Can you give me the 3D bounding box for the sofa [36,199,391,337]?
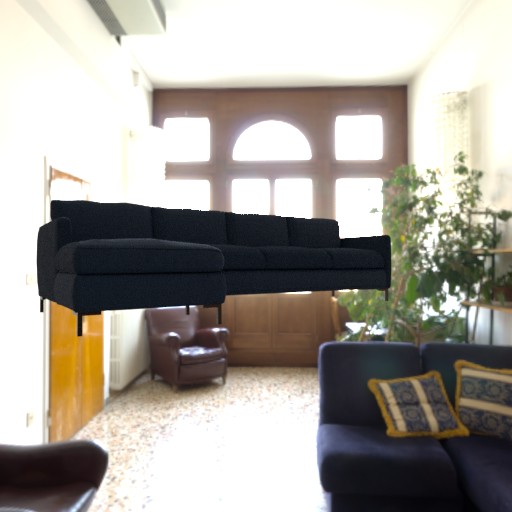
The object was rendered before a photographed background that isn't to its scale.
[{"bbox_3d":[0.000,0.000,2.853,2.450,0.679,1.128,1,-1,-34],"label":"sofa"}]
